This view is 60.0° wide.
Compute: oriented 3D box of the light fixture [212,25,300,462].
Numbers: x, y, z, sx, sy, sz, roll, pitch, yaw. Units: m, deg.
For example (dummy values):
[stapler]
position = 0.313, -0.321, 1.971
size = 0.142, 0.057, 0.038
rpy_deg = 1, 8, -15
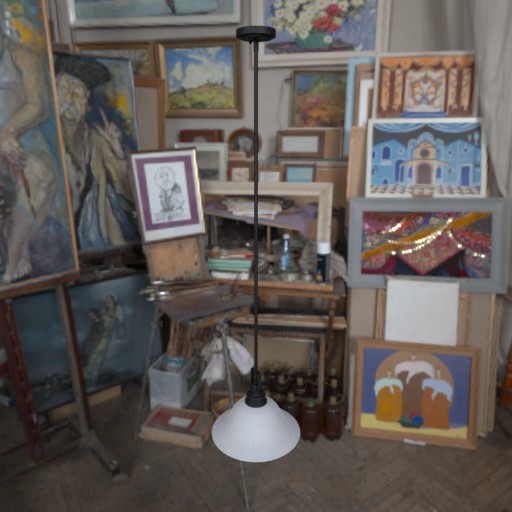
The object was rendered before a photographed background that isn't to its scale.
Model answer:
[light fixture]
position = 0.000, 0.000, 1.446
size = 0.324, 1.337, 0.324
rpy_deg = -8, 18, -26
